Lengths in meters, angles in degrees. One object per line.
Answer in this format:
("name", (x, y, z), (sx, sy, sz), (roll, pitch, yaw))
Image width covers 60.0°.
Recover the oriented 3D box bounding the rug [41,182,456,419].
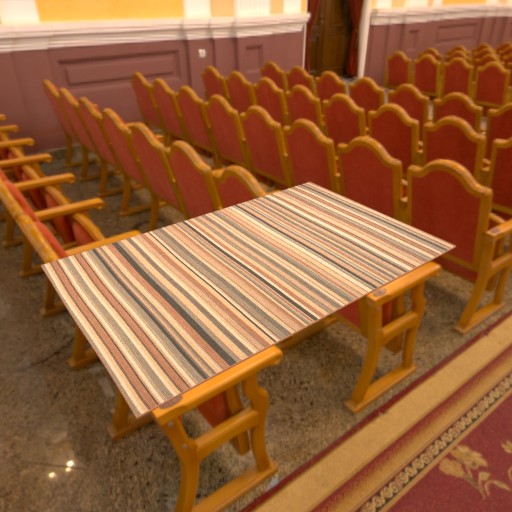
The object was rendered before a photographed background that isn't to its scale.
("rug", (0.000, 0.000, 3.050), (2.438, 0.014, 1.523), (-21, 37, -31))
